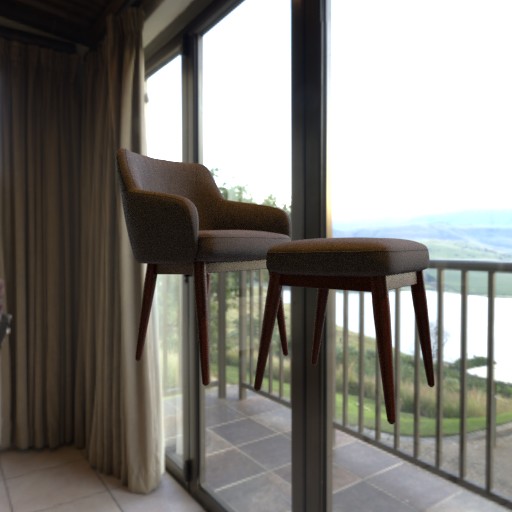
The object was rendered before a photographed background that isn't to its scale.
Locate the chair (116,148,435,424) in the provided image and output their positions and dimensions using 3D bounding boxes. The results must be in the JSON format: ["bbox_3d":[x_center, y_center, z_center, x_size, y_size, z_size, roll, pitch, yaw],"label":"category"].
[{"bbox_3d":[0.000,0.000,1.539,1.107,0.799,0.584,1,2,37],"label":"chair"}]
